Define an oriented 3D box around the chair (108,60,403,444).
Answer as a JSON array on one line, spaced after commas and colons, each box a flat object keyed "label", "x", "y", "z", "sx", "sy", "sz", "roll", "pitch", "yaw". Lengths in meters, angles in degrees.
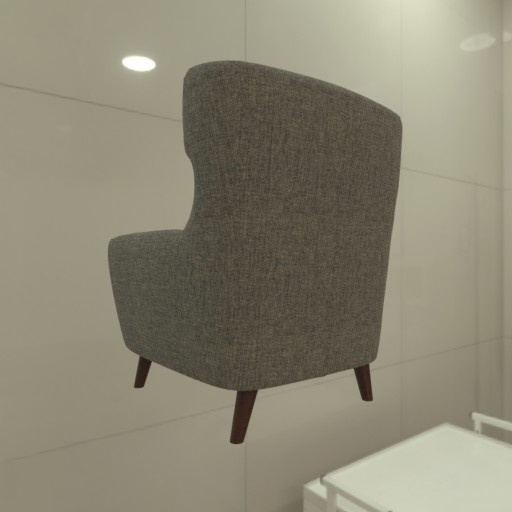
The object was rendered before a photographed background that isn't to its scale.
[{"label": "chair", "x": 0.000, "y": 0.000, "z": 1.681, "sx": 0.878, "sy": 1.063, "sz": 0.904, "roll": 0, "pitch": 0, "yaw": -38}]
